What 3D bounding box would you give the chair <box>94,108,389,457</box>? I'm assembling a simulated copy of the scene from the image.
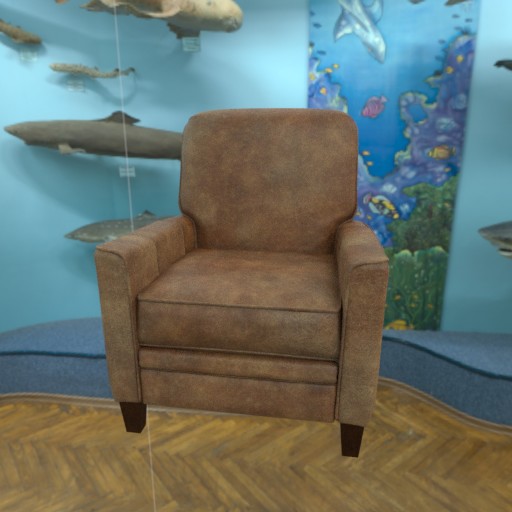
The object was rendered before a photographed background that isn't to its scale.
[{"bbox_3d":[0.000,0.000,1.608,0.843,1.043,0.836,3,17,9],"label":"chair"}]
